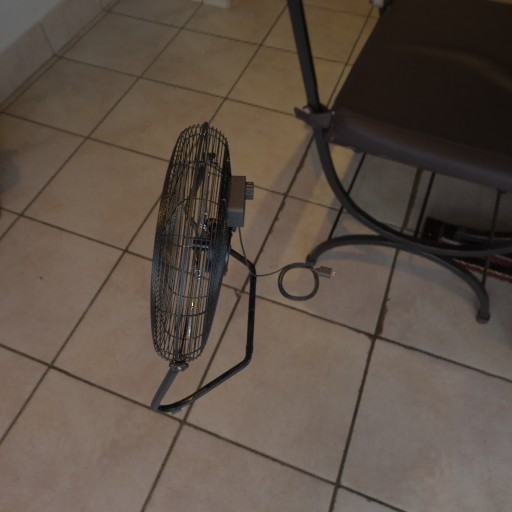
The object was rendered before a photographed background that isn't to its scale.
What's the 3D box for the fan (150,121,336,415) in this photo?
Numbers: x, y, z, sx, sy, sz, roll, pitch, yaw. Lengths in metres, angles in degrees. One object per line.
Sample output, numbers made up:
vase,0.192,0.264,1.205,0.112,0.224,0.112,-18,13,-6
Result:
fan,0.000,0.000,0.928,0.424,0.546,0.555,2,56,1
